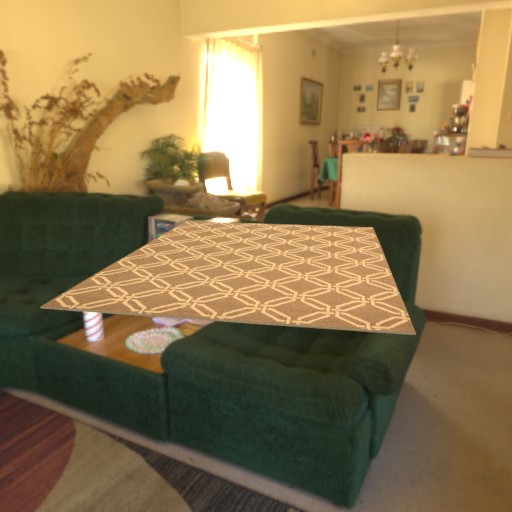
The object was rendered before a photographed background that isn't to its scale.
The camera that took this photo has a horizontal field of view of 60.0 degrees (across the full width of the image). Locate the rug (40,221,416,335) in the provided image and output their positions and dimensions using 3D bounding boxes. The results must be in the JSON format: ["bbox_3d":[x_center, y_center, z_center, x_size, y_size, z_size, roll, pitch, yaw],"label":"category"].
[{"bbox_3d":[0.000,0.000,3.997,2.288,0.018,2.895,3,16,9],"label":"rug"}]
